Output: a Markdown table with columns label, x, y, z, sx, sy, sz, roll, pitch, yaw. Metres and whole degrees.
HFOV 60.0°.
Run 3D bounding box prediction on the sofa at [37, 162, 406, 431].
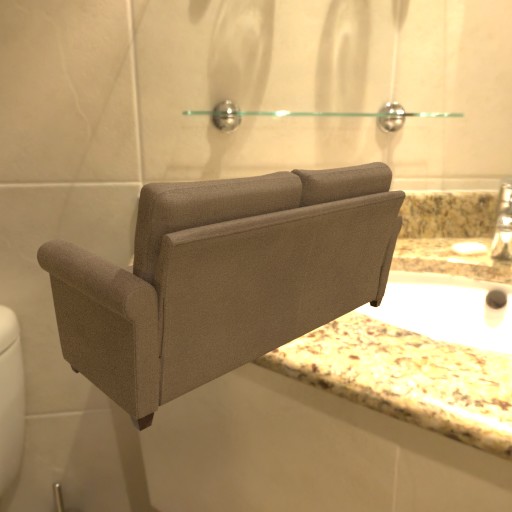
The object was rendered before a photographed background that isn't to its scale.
| label | x | y | z | sx | sy | sz | roll | pitch | yaw |
| --- | --- | --- | --- | --- | --- | --- | --- | --- | --- |
| sofa | 0.000 | 0.000 | 2.378 | 0.842 | 0.942 | 1.935 | 15 | 22 | 43 |
